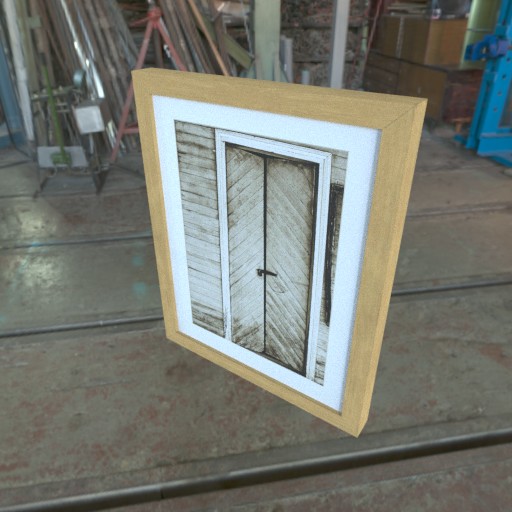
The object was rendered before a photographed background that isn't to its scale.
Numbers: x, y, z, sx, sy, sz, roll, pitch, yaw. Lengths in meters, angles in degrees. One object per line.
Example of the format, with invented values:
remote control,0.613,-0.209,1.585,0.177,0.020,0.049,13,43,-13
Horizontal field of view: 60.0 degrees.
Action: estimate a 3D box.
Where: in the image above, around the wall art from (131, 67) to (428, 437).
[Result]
wall art,0.000,0.000,0.515,0.312,0.380,0.030,19,36,29
